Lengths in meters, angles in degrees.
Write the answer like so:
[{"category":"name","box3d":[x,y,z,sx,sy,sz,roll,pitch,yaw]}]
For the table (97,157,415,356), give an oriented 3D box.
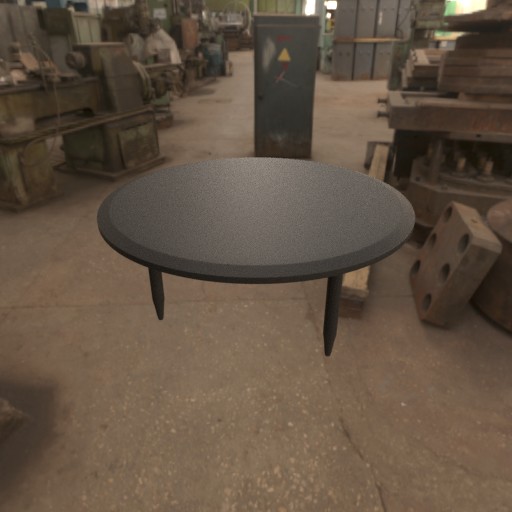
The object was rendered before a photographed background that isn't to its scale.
[{"category":"table","box3d":[0.000,0.000,1.404,0.900,0.400,0.900,0,28,0]}]
